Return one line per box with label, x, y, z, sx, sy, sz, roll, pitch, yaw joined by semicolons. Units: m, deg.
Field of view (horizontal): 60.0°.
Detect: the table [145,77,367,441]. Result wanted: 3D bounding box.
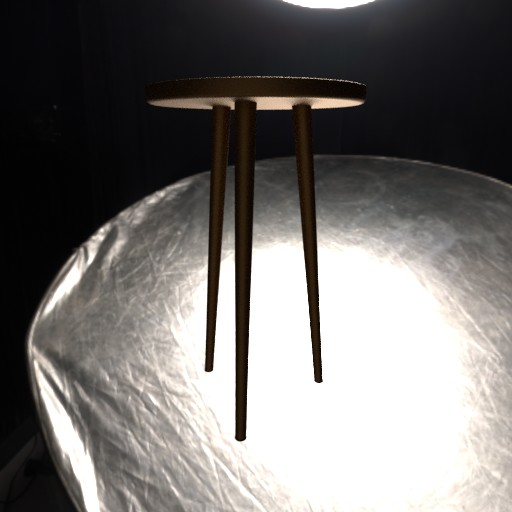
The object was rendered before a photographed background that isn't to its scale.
table;0.000;0.000;0.679;0.299;0.480;0.299;2;16;8
